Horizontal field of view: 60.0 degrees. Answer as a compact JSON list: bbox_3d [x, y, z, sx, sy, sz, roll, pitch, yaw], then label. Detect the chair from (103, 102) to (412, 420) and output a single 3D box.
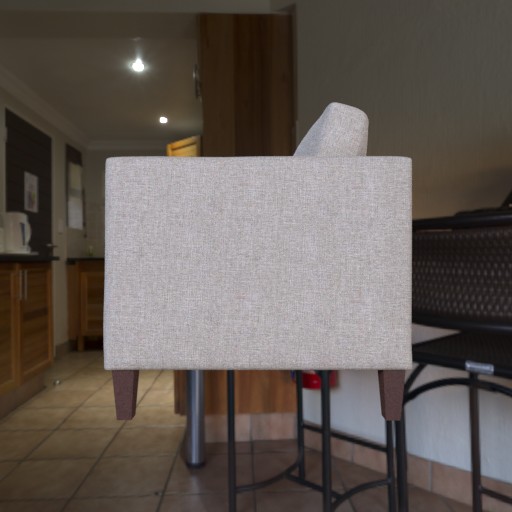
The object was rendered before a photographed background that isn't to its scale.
[{"bbox_3d":[0.000,0.000,1.842,0.959,0.987,1.107,0,0,0],"label":"chair"}]
